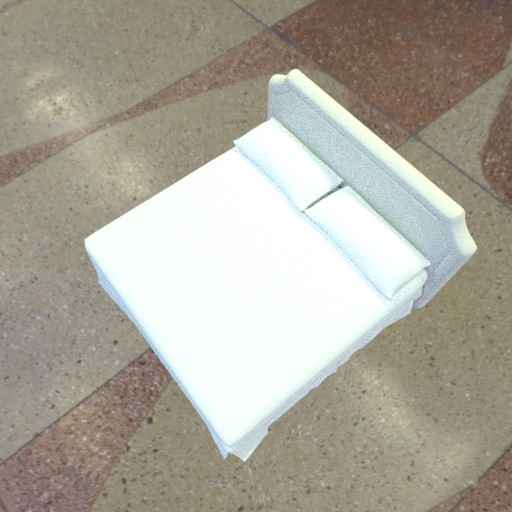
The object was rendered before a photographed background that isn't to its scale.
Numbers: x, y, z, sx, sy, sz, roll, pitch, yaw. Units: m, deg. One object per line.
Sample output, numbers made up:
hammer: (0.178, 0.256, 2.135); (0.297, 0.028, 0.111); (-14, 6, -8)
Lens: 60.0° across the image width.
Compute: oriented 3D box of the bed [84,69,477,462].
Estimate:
bed: (0.000, 0.000, 3.477); (2.204, 1.301, 2.160); (-35, 69, -16)
